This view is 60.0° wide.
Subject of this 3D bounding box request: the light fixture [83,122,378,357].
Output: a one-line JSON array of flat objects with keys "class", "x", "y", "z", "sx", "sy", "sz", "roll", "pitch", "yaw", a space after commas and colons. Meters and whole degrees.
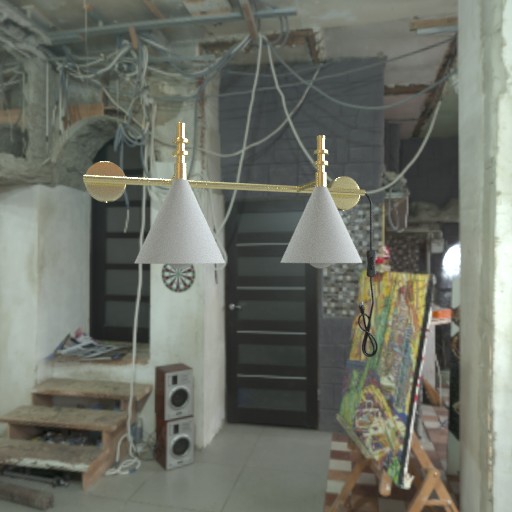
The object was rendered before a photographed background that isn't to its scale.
[{"class": "light fixture", "x": 0.000, "y": 0.000, "z": 0.869, "sx": 0.642, "sy": 0.468, "sz": 0.239, "roll": 0, "pitch": 0, "yaw": -18}]
